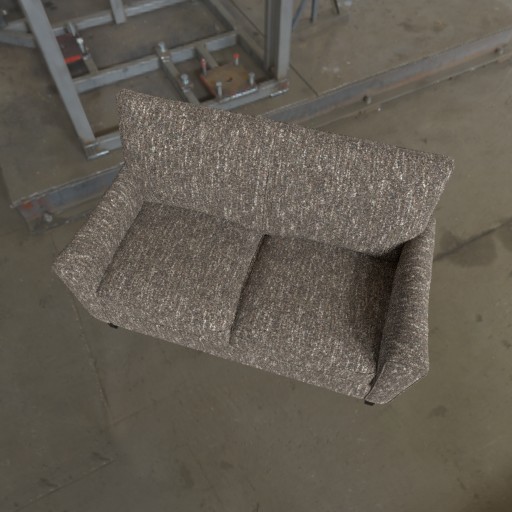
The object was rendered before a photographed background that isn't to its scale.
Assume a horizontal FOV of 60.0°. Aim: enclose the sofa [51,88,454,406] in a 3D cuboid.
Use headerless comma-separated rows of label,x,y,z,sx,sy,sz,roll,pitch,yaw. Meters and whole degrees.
sofa,0.000,0.000,2.014,1.519,0.946,0.801,15,59,9
